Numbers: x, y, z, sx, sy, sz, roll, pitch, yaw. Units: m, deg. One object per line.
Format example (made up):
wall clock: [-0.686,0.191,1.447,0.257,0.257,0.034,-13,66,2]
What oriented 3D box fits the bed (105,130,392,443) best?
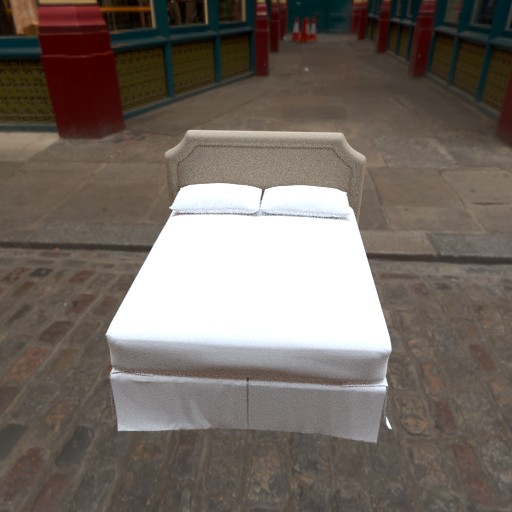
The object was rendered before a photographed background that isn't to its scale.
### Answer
bed: [0.000,0.000,3.314,1.828,1.301,2.204,2,31,3]
